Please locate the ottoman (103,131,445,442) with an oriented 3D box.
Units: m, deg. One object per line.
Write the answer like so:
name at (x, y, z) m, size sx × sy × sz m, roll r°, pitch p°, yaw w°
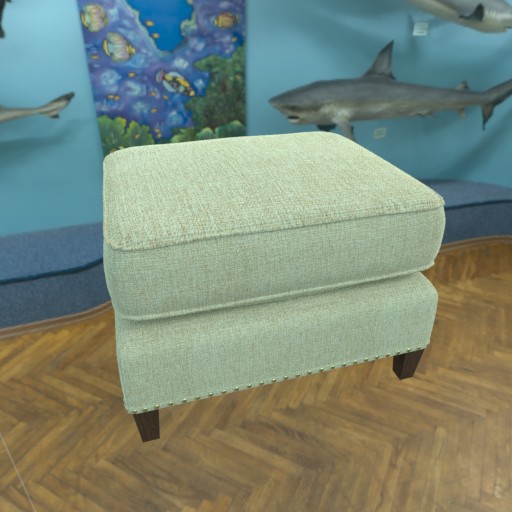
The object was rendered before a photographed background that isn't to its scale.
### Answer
ottoman at (0.000, 0.000, 1.162) m, size 0.738 × 0.537 × 0.589 m, roll -9°, pitch 32°, yaw -14°
